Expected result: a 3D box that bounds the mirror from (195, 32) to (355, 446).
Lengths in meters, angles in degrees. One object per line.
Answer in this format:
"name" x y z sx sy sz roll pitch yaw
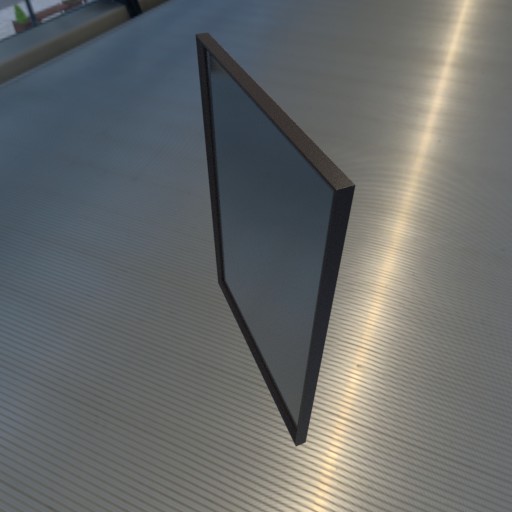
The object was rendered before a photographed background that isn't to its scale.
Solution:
"mirror" 0.000 0.000 1.320 0.041 1.016 0.762 -16 47 -16
